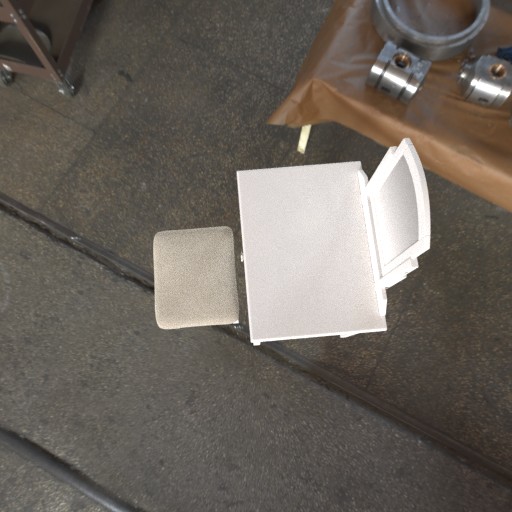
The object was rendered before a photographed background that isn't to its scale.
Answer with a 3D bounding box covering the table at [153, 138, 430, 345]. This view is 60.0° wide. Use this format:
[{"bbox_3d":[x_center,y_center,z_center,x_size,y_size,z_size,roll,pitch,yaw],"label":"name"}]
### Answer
[{"bbox_3d":[0.000,0.000,2.280,1.211,1.631,0.876,-5,76,-1],"label":"table"}]
